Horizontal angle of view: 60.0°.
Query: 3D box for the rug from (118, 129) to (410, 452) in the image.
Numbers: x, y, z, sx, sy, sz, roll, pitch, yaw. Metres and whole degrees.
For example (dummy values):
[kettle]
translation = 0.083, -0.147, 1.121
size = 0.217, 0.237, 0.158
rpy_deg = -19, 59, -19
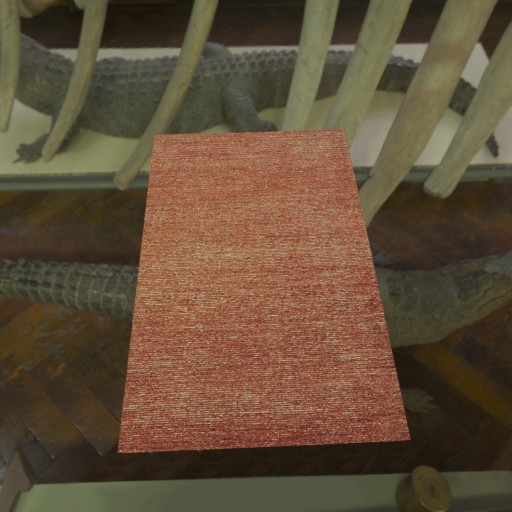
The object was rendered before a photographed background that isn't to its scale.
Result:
[rug]
translation = 0.000, 0.000, 2.183
size = 1.139, 0.011, 1.747
rpy_deg = -2, 58, -1
